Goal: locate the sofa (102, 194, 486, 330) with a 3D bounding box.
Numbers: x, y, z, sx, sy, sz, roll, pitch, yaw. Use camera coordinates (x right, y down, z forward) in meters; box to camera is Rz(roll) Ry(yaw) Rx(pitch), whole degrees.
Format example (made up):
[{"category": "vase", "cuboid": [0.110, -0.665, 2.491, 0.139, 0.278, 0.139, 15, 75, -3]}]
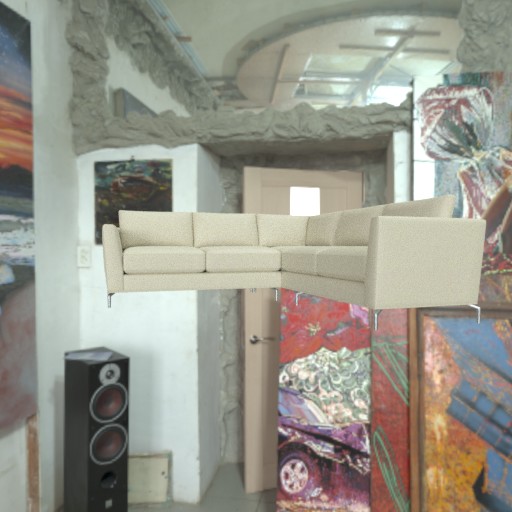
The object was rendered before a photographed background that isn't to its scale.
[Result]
[{"category": "sofa", "cuboid": [0.000, 0.000, 3.692, 2.430, 0.867, 2.448, 0, 1, -19]}]
